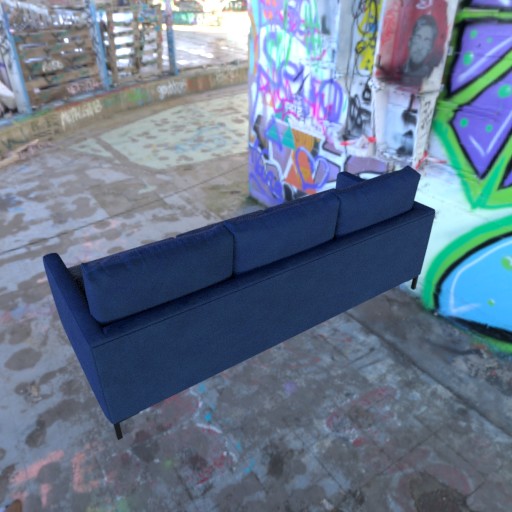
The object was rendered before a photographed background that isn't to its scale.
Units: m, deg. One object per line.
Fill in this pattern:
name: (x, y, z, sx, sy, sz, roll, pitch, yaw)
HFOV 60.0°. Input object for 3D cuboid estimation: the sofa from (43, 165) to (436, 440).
sofa: (0.000, 0.000, 2.708, 2.252, 0.879, 0.875, -20, 37, -29)
